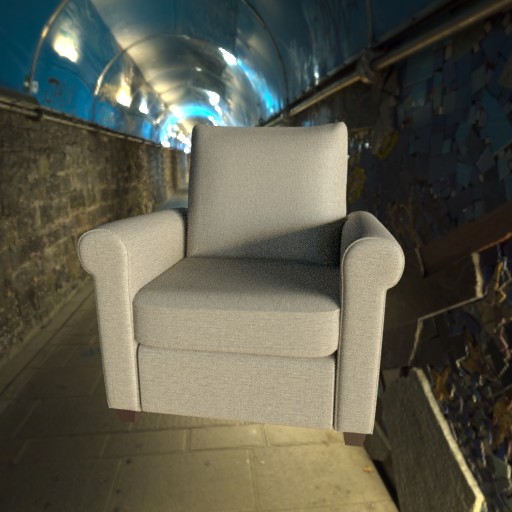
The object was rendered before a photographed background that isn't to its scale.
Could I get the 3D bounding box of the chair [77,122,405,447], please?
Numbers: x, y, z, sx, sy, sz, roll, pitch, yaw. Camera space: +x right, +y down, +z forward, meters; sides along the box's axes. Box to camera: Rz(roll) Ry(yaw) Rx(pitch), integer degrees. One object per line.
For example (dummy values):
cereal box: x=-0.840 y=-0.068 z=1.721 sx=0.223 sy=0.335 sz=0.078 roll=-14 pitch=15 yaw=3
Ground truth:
chair: x=0.000 y=0.000 z=2.262 sx=1.275 sy=1.349 sz=1.180 roll=2 pitch=13 yaw=10
